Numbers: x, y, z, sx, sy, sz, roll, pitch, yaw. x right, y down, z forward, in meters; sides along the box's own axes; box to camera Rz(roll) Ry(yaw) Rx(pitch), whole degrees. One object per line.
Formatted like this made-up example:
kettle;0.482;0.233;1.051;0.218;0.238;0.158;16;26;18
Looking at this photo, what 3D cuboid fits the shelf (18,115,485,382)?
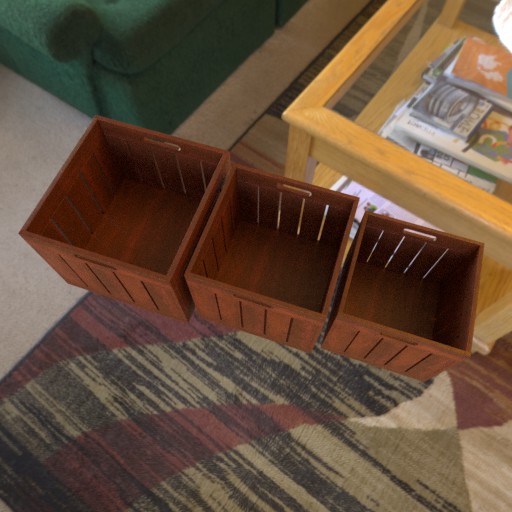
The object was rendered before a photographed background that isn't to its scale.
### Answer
shelf;0.000;0.000;1.203;1.064;0.311;0.393;17;65;8
